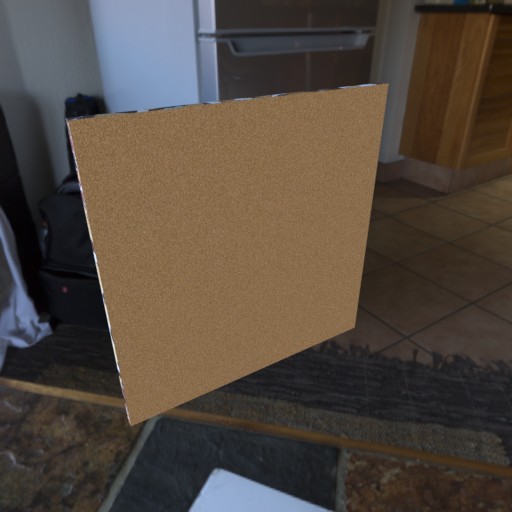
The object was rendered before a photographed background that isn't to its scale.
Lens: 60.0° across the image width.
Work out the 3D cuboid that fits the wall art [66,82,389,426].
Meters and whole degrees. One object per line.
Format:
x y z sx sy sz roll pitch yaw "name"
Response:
0.000 0.000 0.595 0.404 0.406 0.010 -17 34 -27 "wall art"
